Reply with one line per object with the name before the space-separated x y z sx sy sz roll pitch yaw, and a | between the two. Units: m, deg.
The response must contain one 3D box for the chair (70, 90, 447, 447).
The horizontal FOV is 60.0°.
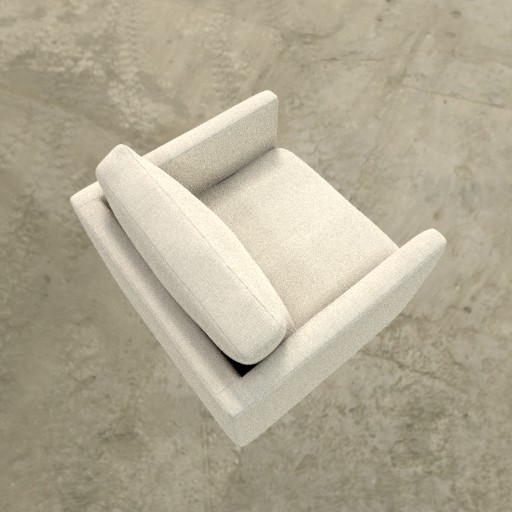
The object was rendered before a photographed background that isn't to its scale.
chair | 0.000 0.000 1.747 0.959 0.919 0.996 -35 66 -18
